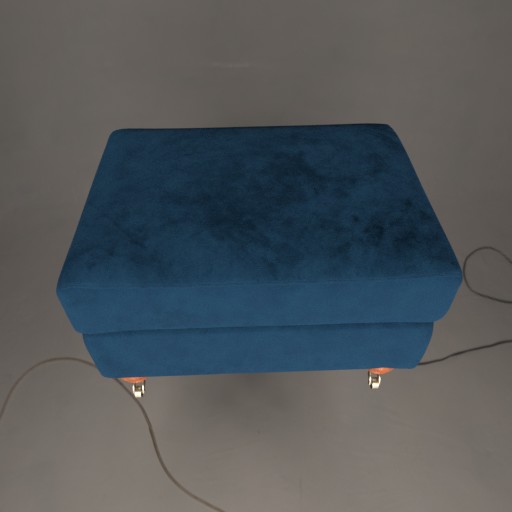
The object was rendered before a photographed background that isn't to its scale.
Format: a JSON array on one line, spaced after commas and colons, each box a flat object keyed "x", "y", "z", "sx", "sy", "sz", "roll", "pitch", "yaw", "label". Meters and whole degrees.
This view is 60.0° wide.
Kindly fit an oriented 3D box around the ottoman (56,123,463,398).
[{"x": 0.000, "y": 0.000, "z": 1.134, "sx": 0.773, "sy": 0.503, "sz": 0.572, "roll": -2, "pitch": 47, "yaw": -2, "label": "ottoman"}]
